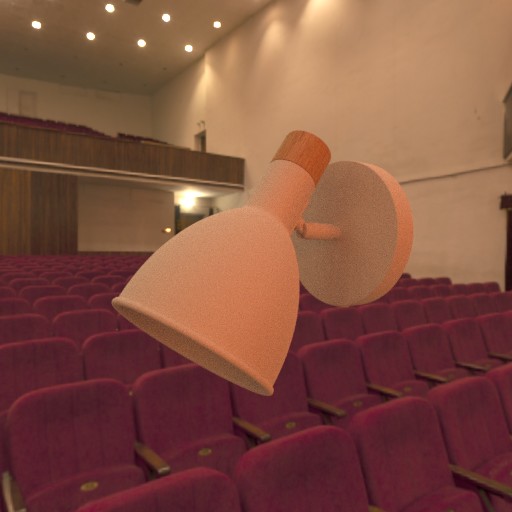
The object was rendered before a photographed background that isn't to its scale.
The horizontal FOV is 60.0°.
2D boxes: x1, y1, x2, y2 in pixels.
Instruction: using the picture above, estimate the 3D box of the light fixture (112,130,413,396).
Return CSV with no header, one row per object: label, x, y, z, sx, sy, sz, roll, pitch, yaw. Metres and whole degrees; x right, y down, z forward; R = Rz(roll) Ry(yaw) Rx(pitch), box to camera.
light fixture,0.000,0.000,0.332,0.209,0.199,0.127,0,0,-36
